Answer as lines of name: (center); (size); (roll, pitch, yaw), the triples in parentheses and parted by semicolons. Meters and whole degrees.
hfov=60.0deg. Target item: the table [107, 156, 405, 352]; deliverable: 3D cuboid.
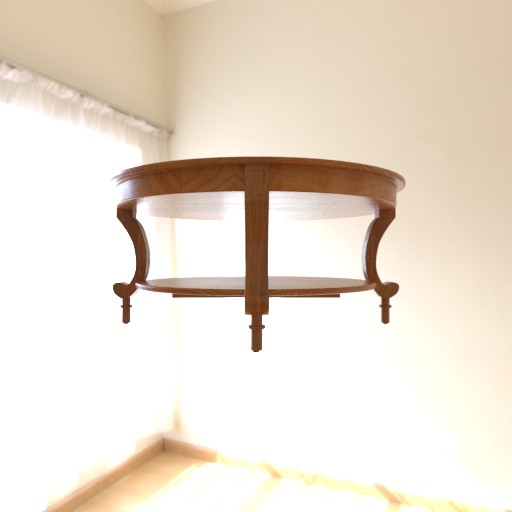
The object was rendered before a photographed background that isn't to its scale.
table: (0.000, 0.000, 1.603); (1.029, 0.490, 1.029); (0, 0, 0)
